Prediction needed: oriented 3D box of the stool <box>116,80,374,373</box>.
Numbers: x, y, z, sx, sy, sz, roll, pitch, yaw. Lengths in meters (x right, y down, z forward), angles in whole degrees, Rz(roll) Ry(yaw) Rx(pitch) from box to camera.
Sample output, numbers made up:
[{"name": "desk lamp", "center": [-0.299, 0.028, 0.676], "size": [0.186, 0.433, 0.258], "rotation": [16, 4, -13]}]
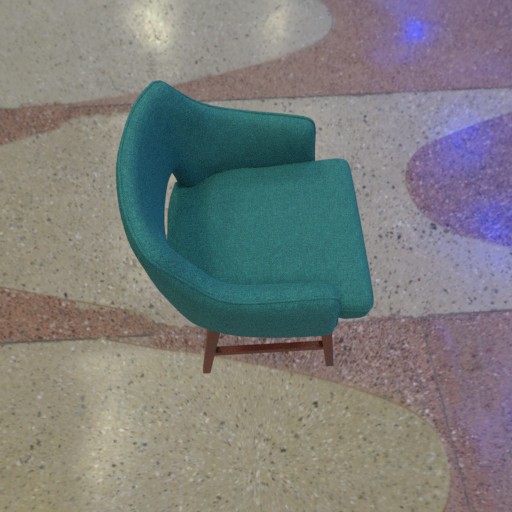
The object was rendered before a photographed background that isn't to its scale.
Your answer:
[{"name": "stool", "center": [0.000, 0.000, 1.288], "size": [0.556, 0.961, 0.548], "rotation": [-3, 65, -1]}]
